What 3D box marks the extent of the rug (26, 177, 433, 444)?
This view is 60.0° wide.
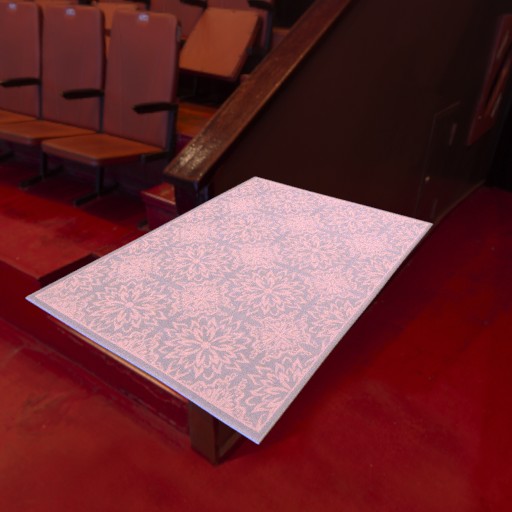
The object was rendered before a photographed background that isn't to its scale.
[{"bbox_3d":[0.000,0.000,2.841,1.589,0.014,2.205,20,37,29],"label":"rug"}]
